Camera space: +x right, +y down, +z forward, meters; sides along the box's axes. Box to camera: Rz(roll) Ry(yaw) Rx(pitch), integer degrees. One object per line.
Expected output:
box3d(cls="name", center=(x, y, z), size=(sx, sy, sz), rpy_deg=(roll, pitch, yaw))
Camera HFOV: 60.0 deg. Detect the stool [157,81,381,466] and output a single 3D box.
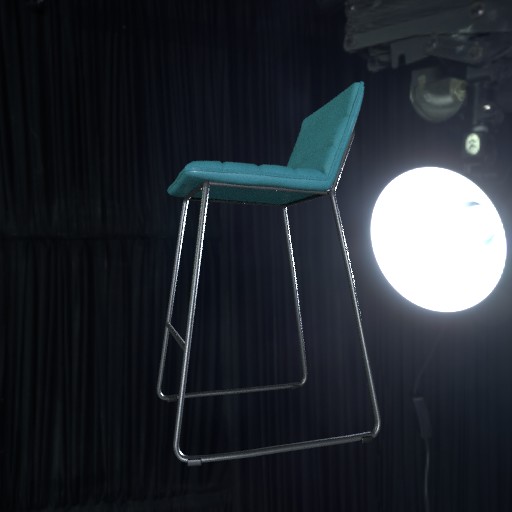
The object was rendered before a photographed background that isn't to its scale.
box3d(cls="stool", center=(0.000, 0.000, 1.277), size=(0.524, 0.936, 0.489), rpy_deg=(0, 0, -17))
